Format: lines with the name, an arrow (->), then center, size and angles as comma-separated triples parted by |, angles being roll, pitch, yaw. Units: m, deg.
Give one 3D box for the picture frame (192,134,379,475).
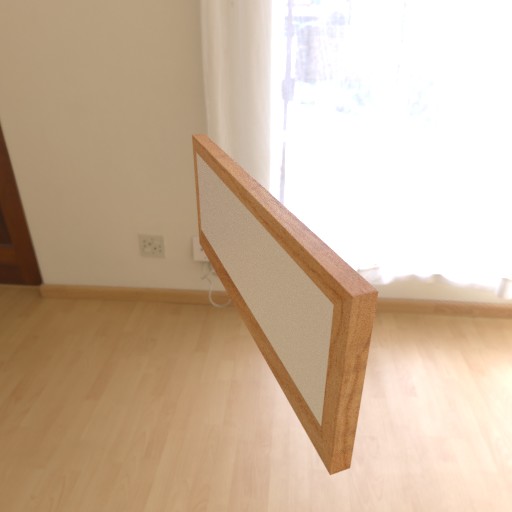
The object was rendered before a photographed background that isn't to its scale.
picture frame -> 0.000, 0.000, 0.670 | 0.045, 0.234, 0.582 | -10, 31, -18
